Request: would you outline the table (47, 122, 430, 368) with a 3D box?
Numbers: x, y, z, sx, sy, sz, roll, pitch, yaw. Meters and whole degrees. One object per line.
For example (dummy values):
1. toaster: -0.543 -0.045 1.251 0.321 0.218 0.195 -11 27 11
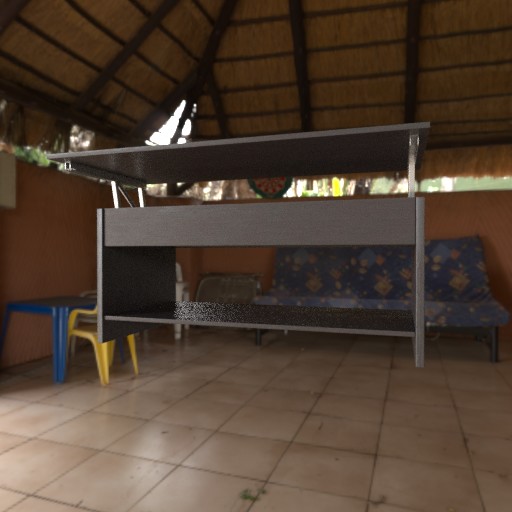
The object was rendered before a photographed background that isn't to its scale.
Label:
1. table: 0.000 0.000 1.423 1.000 0.570 0.712 0 0 18
